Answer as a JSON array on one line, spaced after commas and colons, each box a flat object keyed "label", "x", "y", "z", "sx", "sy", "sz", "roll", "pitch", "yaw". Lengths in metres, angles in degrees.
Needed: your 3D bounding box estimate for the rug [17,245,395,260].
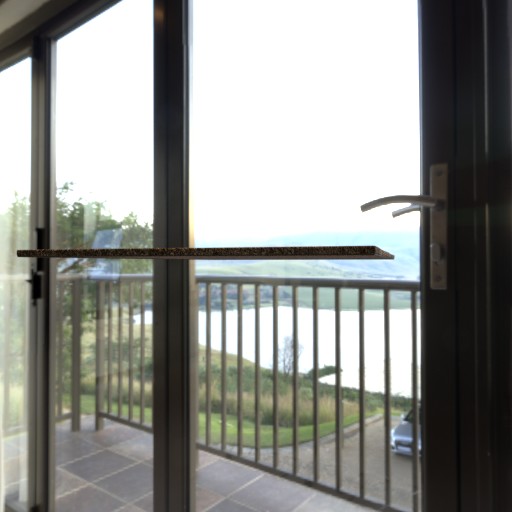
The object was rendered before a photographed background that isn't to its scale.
[{"label": "rug", "x": 0.000, "y": 0.000, "z": 2.083, "sx": 1.198, "sy": 0.025, "sz": 1.601, "roll": 0, "pitch": -1, "yaw": 19}]
